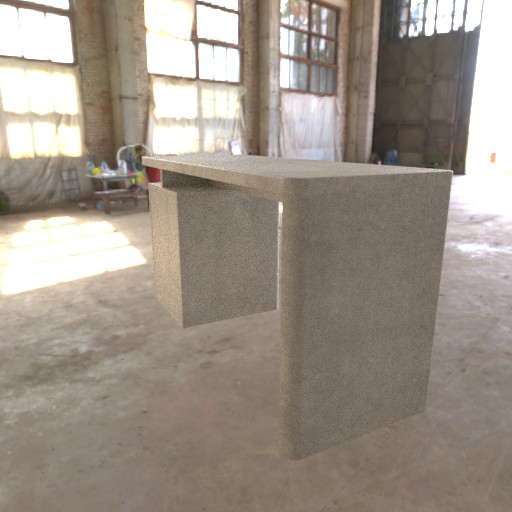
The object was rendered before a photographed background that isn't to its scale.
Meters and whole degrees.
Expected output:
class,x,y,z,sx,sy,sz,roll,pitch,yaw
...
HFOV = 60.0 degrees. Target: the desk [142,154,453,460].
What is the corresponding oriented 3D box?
class,x,y,z,sx,sy,sz,roll,pitch,yaw
desk,0.000,0.000,1.805,0.550,0.755,1.400,-8,17,-27
